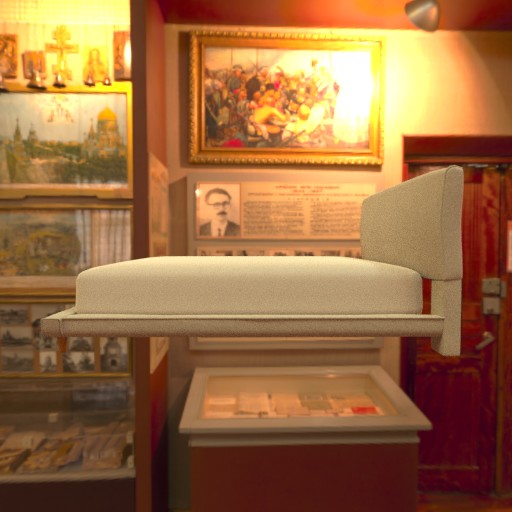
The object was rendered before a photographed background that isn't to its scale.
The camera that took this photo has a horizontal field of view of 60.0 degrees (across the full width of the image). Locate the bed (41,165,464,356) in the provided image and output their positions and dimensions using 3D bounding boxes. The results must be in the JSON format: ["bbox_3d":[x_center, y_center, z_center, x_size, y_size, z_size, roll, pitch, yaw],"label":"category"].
[{"bbox_3d":[0.000,0.000,3.332,2.368,1.067,1.840,0,2,0],"label":"bed"}]
